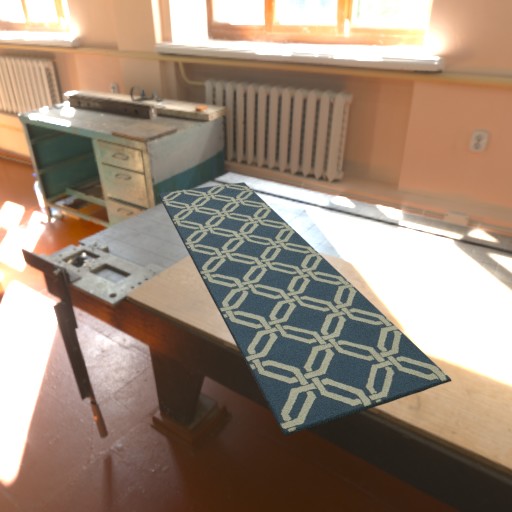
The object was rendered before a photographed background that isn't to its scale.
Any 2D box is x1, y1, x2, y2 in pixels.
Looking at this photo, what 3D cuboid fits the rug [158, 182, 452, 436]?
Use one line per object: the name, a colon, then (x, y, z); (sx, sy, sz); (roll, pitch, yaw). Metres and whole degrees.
rug: (0.000, 0.000, 2.459); (0.678, 0.014, 2.276); (-11, 31, -18)
